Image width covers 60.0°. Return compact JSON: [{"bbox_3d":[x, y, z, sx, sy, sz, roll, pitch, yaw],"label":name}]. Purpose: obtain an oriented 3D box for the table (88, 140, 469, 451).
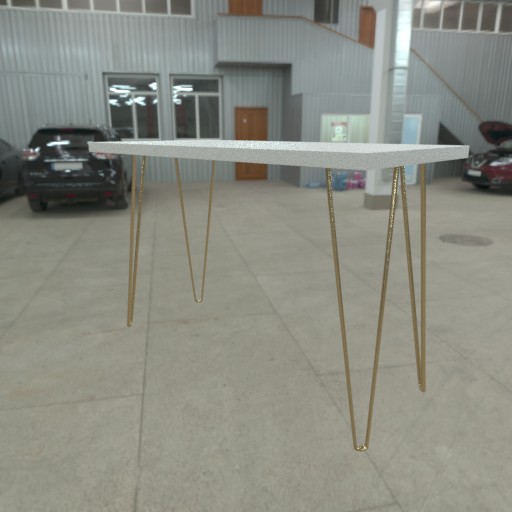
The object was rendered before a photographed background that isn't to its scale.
[{"bbox_3d":[0.000,0.000,1.344,0.991,0.660,0.498,14,21,41],"label":"table"}]
